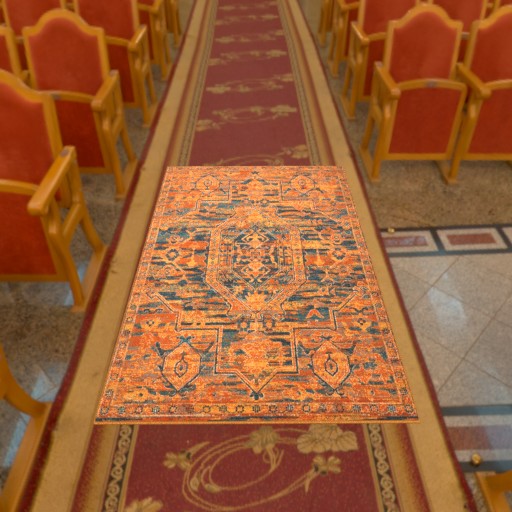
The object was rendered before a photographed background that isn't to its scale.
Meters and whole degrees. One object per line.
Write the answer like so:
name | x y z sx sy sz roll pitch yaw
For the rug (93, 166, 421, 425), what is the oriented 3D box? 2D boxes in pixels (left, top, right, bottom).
rug | 0.000 0.000 1.076 0.557 0.008 0.863 0 41 0
